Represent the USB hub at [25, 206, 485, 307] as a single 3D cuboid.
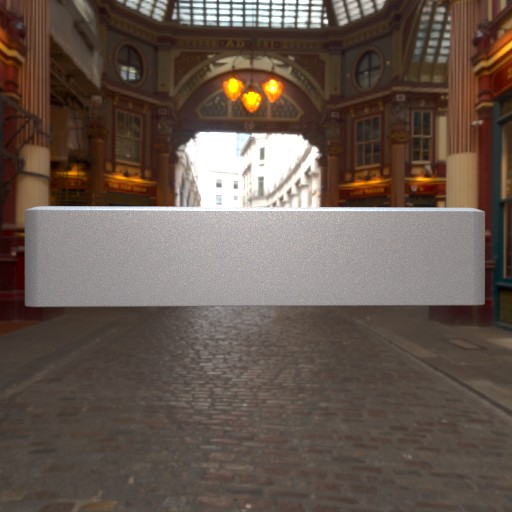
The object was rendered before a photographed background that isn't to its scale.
[{"bbox_3d":[0.000,0.000,0.124,0.110,0.023,0.044,0,0,-2],"label":"USB hub"}]
